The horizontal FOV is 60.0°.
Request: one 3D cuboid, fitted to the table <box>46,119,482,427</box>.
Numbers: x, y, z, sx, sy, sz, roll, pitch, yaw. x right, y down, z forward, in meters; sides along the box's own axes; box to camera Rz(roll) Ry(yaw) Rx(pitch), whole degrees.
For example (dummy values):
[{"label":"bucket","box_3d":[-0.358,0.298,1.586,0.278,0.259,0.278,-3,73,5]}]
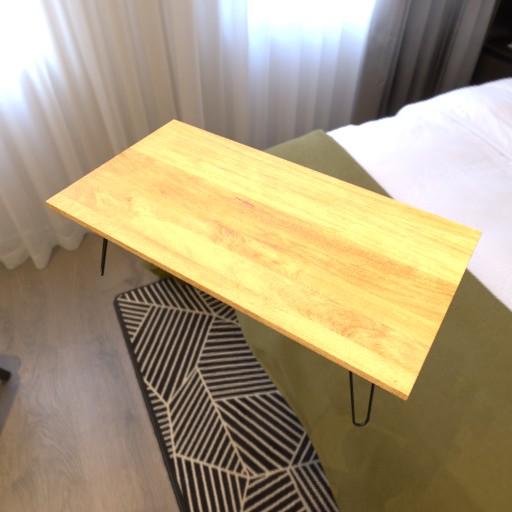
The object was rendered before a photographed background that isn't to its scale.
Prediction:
[{"label":"table","box_3d":[0.000,0.000,1.676,1.348,0.400,0.699,25,51,23]}]
